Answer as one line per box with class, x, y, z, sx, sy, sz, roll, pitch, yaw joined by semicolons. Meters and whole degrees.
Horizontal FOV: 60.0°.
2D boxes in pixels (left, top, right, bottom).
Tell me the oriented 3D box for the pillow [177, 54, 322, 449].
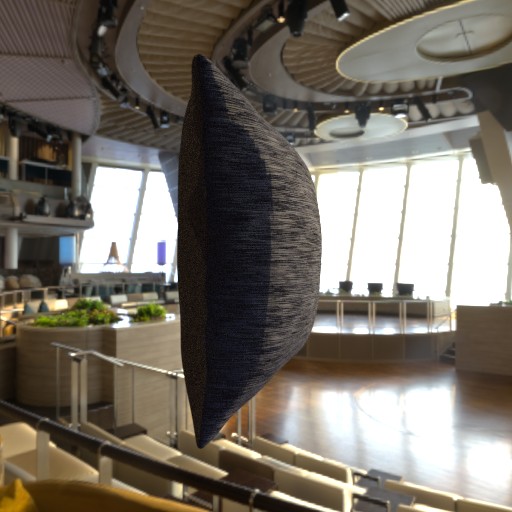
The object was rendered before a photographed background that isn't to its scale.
pillow;0.000;0.000;0.699;0.204;0.439;0.452;0;-1;16
